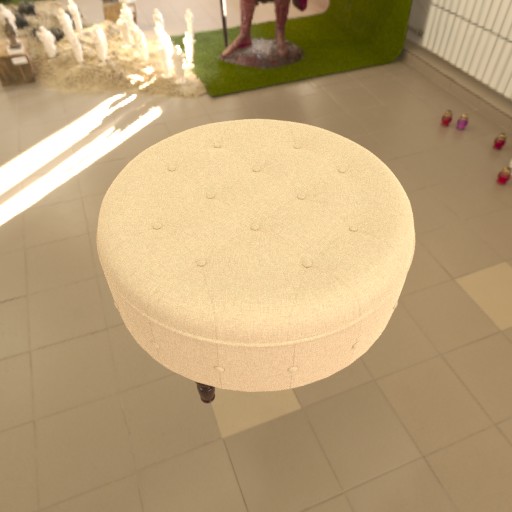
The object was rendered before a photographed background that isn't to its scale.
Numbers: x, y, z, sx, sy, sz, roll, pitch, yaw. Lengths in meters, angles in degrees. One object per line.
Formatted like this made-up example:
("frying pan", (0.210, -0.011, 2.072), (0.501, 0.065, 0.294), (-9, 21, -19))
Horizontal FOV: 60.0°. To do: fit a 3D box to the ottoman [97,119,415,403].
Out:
("ottoman", (0.000, 0.000, 1.337), (0.848, 0.494, 0.848), (0, 46, 0))
